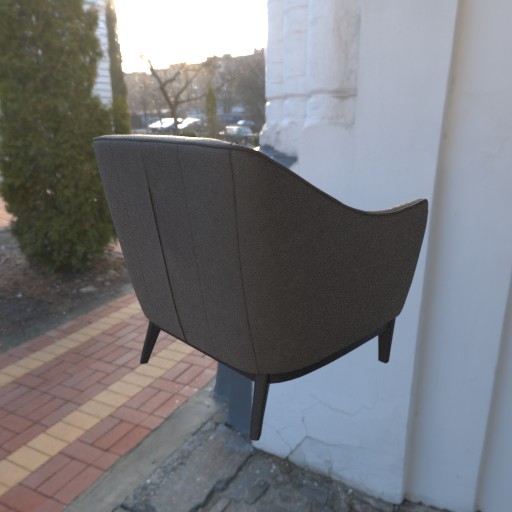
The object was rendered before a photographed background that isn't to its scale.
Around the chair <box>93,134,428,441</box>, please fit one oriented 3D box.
[{"bbox_3d":[0.000,0.000,1.549,0.871,0.830,0.852,16,23,42],"label":"chair"}]
